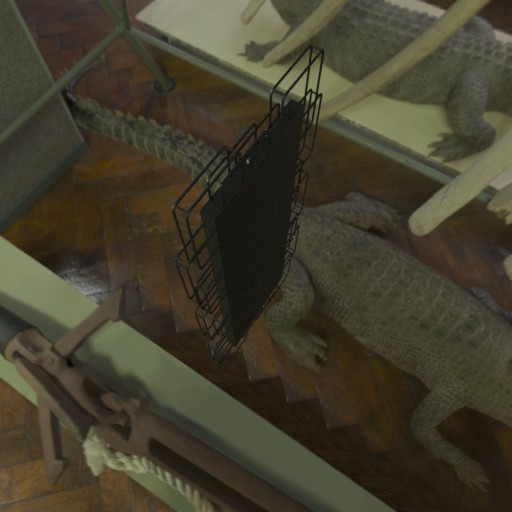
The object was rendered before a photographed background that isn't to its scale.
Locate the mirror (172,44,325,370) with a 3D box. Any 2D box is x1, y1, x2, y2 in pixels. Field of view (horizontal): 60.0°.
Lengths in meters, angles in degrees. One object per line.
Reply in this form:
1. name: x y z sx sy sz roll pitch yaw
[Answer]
1. mirror: 0.000 0.000 1.386 0.037 1.192 0.565 30 67 14
